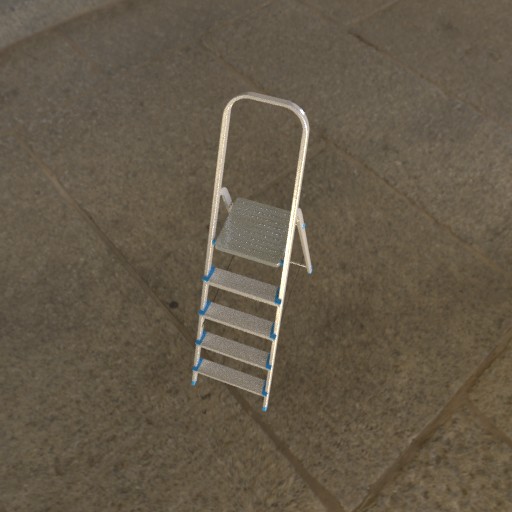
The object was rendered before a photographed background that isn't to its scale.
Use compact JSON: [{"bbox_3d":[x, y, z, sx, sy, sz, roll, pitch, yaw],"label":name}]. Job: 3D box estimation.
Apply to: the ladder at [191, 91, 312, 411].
[{"bbox_3d":[0.000,0.000,2.111,0.468,1.648,0.990,17,60,10],"label":"ladder"}]
